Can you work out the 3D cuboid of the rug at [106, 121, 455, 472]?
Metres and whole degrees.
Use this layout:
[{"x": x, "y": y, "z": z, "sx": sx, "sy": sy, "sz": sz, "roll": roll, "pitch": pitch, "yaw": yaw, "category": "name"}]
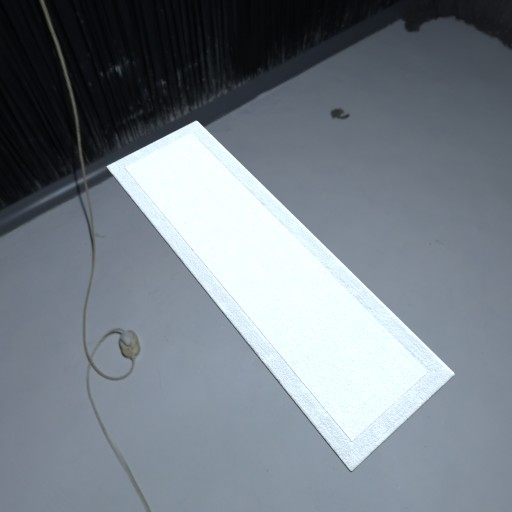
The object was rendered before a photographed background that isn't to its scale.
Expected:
[{"x": 0.000, "y": 0.000, "z": 2.700, "sx": 0.759, "sy": 0.012, "sz": 2.430, "roll": -33, "pitch": 64, "yaw": -19, "category": "rug"}]
